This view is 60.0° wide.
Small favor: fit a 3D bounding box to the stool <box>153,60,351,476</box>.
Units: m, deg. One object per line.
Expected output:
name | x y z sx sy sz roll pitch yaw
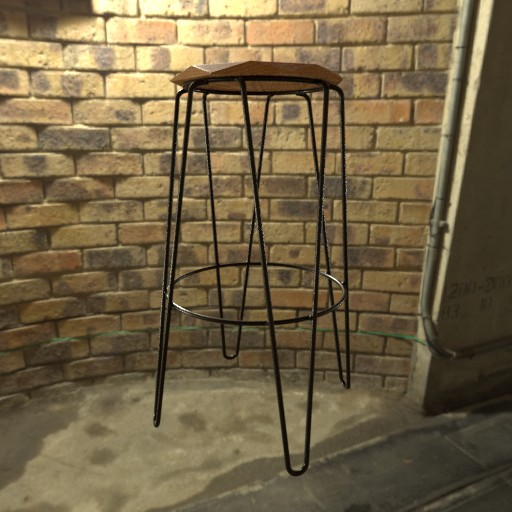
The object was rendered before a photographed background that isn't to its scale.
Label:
stool | 0.000 0.000 0.795 0.326 0.610 0.326 8 17 26
